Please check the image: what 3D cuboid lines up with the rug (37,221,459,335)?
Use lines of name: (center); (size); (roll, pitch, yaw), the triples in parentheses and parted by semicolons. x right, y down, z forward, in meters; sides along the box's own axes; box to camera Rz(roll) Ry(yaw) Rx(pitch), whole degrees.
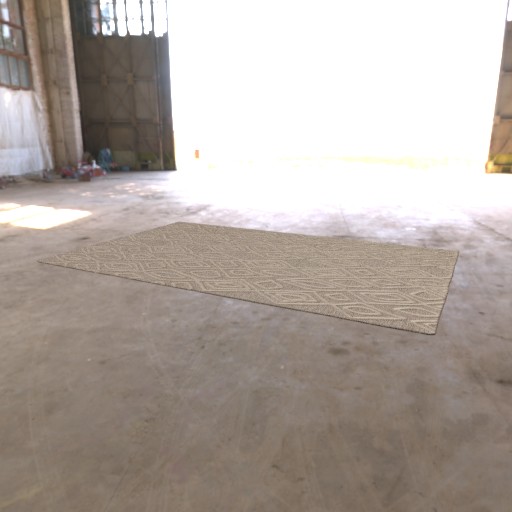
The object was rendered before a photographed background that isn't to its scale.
rug: (0.000, 0.000, 3.003); (2.442, 0.010, 1.546); (8, 17, 26)
